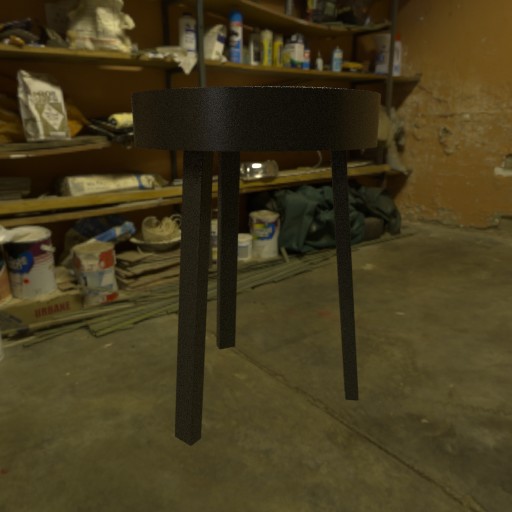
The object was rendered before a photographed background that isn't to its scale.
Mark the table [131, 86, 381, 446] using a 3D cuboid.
[{"bbox_3d":[0.000,0.000,0.825,0.406,0.559,0.406,0,16,0],"label":"table"}]
